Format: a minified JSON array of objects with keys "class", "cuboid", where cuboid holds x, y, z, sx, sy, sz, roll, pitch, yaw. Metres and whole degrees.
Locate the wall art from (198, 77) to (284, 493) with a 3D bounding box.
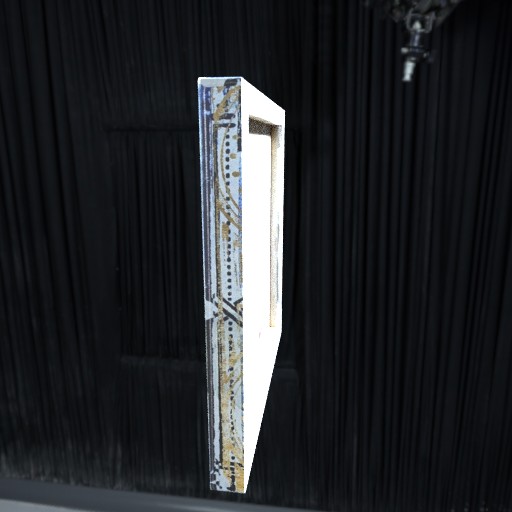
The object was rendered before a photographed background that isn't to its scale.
[{"class":"wall art","cuboid":[0.000,0.000,0.614,0.038,0.410,0.411,2,15,8]}]
